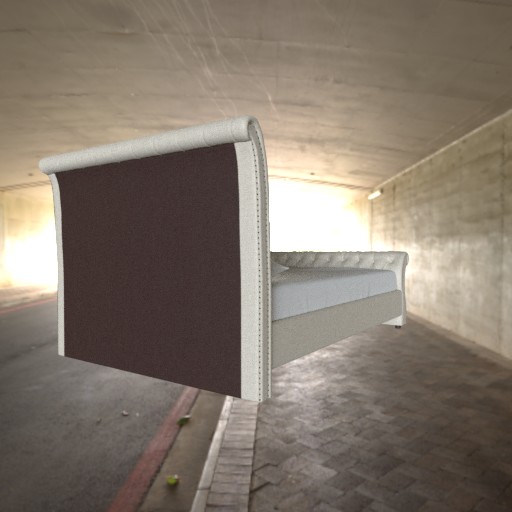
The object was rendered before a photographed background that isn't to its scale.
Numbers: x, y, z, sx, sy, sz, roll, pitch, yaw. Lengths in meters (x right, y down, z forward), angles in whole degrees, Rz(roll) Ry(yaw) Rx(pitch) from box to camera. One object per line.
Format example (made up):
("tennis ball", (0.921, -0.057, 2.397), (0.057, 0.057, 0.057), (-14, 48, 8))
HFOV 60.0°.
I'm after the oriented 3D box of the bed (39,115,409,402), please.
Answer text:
("bed", (0.000, 0.000, 3.352), (1.606, 1.268, 2.493), (1, 1, 35))
